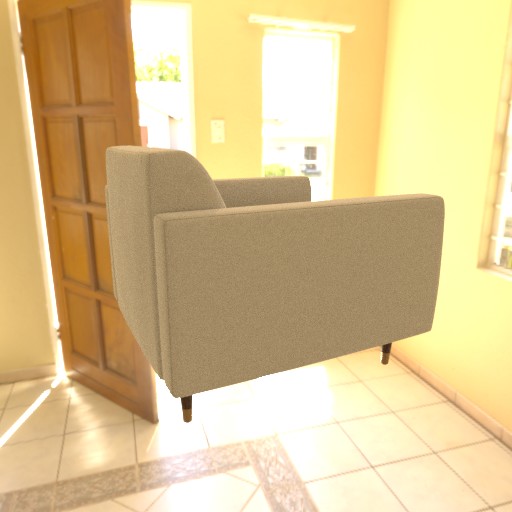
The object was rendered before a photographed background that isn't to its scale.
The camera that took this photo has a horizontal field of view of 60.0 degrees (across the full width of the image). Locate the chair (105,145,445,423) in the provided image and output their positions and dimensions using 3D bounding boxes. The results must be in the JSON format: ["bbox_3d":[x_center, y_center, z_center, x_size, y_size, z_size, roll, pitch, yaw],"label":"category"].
[{"bbox_3d":[0.000,0.000,1.702,0.998,0.819,0.953,-8,17,-26],"label":"chair"}]
